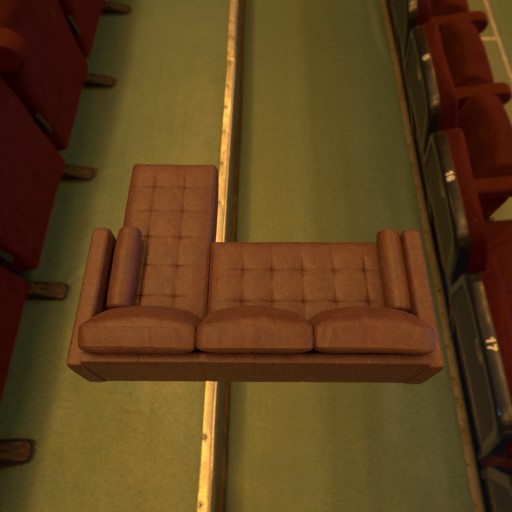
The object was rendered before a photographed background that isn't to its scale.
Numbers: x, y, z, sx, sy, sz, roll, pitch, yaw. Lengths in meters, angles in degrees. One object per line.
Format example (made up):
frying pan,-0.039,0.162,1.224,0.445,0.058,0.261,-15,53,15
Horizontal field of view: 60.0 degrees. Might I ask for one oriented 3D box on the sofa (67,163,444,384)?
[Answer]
sofa,0.000,0.000,3.027,2.185,0.841,1.613,0,63,0
